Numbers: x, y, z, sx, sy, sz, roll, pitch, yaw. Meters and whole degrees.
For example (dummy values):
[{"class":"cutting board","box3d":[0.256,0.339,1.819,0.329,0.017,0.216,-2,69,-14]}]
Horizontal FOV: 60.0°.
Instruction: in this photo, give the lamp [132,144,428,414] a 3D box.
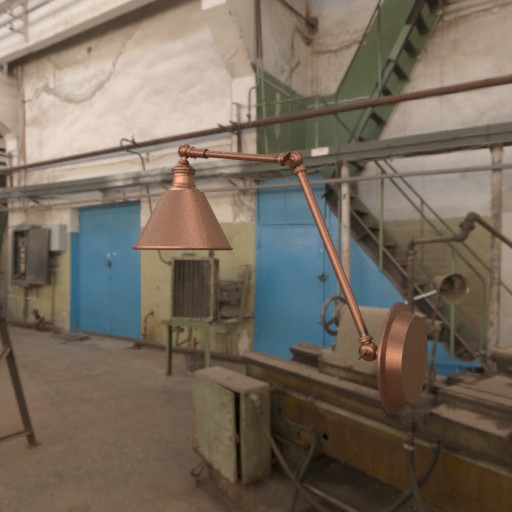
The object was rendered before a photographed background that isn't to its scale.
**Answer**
[{"class":"lamp","box3d":[0.000,0.000,0.884,0.624,0.502,0.223,1,1,35]}]
